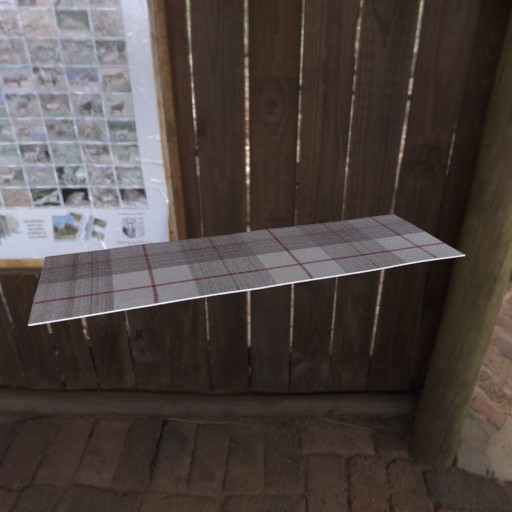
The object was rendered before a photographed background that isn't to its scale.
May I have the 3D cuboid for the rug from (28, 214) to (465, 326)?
[{"bbox_3d":[0.000,0.000,2.694,2.439,0.013,0.762,-8,26,-16],"label":"rug"}]
